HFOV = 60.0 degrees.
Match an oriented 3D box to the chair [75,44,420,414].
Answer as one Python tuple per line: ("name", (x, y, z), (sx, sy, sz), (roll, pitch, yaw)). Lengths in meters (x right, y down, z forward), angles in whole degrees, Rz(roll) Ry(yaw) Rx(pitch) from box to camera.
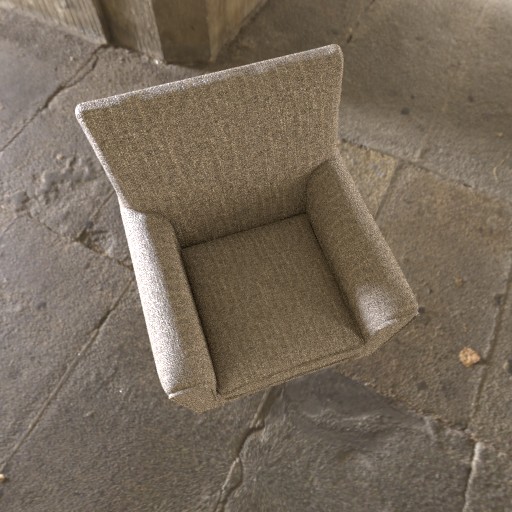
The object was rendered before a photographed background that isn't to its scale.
("chair", (0.000, 0.000, 1.610), (0.864, 0.928, 0.873), (-17, 65, -8))
